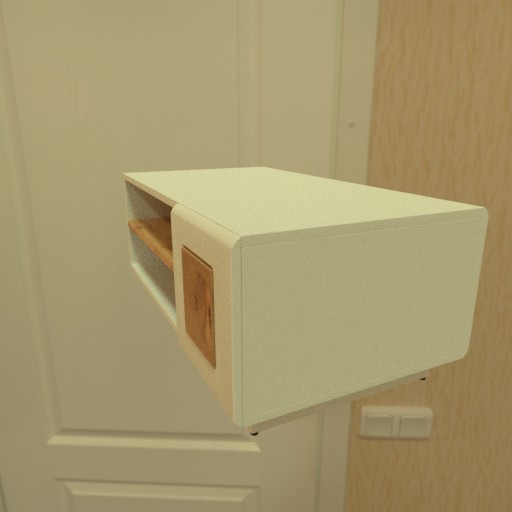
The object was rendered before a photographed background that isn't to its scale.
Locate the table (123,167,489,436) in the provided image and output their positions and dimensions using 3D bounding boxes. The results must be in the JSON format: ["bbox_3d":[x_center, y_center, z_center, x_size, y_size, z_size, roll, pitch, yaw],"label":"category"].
[{"bbox_3d":[0.000,0.000,1.398,0.639,0.442,1.097,-8,18,-25],"label":"table"}]
